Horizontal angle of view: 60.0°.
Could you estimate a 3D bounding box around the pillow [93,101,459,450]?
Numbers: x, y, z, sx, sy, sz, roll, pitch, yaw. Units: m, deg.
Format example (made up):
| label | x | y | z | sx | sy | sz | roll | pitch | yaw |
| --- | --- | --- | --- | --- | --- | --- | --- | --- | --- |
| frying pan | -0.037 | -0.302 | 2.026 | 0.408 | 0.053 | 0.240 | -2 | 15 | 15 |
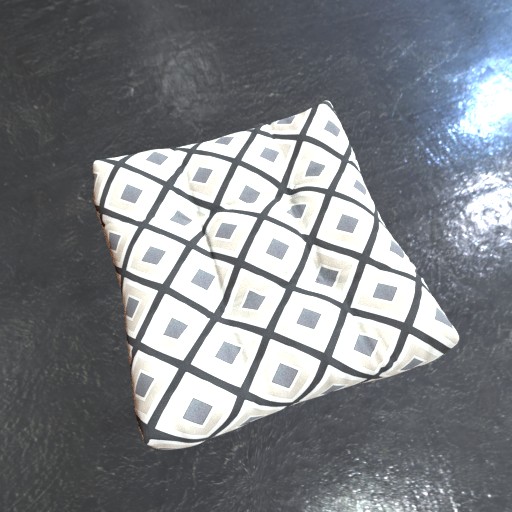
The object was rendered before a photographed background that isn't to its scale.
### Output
| label | x | y | z | sx | sy | sz | roll | pitch | yaw |
| --- | --- | --- | --- | --- | --- | --- | --- | --- | --- |
| pillow | 0.000 | 0.000 | 0.726 | 0.468 | 0.128 | 0.490 | -16 | 64 | -8 |
